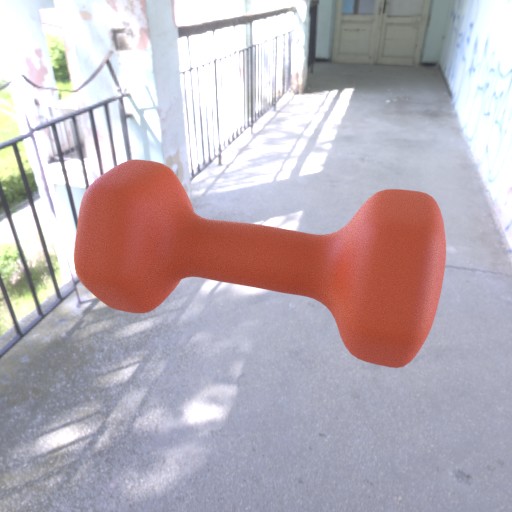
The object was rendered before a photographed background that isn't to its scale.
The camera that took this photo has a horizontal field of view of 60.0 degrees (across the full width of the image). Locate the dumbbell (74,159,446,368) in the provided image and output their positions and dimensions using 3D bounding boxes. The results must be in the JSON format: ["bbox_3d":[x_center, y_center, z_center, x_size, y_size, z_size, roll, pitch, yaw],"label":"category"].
[{"bbox_3d":[0.000,0.000,0.209,0.162,0.071,0.079,10,33,15],"label":"dumbbell"}]
